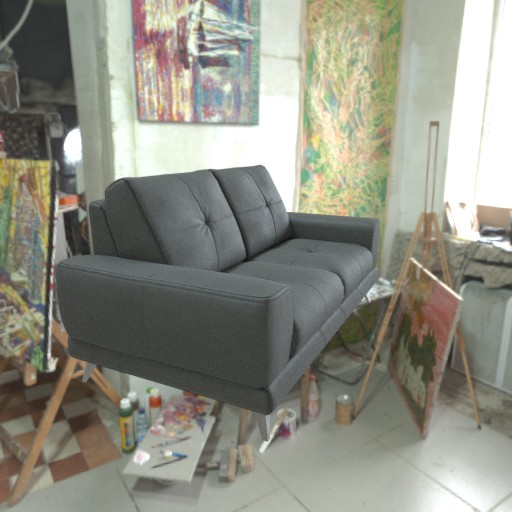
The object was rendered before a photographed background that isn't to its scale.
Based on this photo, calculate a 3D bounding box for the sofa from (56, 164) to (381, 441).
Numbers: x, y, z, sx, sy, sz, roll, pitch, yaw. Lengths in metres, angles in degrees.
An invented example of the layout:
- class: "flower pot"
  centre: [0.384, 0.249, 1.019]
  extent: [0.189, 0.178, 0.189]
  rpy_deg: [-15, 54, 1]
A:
- class: "sofa"
  centre: [0.000, 0.000, 2.392]
  extent: [1.018, 0.907, 1.806]
  rpy_deg: [7, 16, 26]
